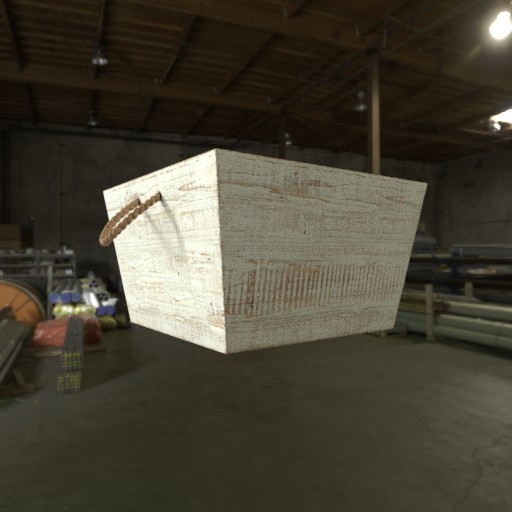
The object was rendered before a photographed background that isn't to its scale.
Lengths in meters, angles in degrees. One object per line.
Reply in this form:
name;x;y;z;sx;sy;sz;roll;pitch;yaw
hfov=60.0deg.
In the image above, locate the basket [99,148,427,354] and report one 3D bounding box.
basket;0.000;0.000;0.790;0.545;0.247;0.413;0;0;-36
